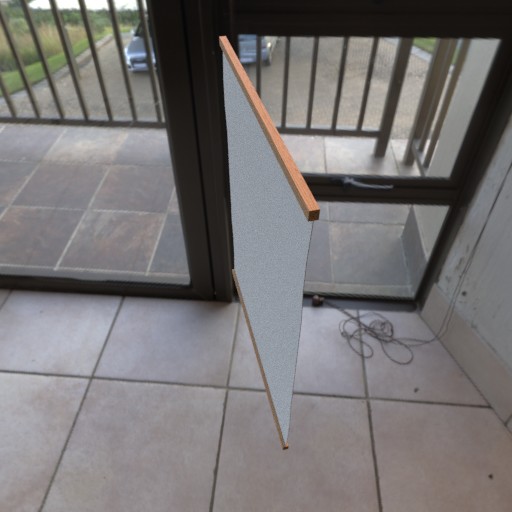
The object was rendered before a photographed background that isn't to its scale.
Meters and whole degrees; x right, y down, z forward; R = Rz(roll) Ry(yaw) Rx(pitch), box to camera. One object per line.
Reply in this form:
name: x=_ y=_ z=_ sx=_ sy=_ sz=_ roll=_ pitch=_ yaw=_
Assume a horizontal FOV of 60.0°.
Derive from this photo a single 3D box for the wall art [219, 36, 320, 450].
wall art: x=0.000 y=0.000 z=0.684 sx=0.010 sy=0.507 sz=0.404 roll=-10 pitch=46 yaw=-10
